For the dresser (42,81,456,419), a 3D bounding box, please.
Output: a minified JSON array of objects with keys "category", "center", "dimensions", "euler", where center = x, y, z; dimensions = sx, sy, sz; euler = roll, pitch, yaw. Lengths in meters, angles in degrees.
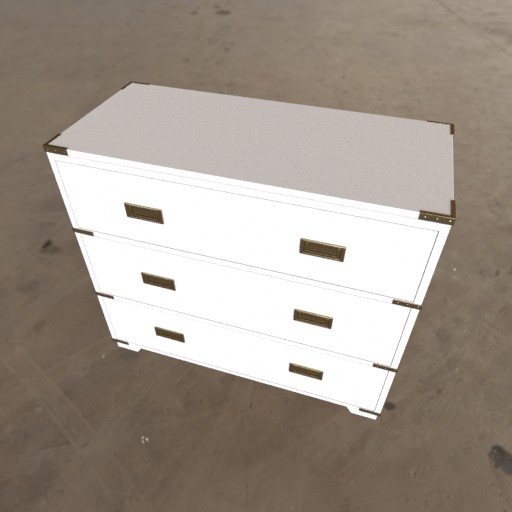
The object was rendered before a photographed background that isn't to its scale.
[{"category":"dresser","center":[0.000,0.000,1.499],"dimensions":[1.022,0.891,0.460],"euler":[12,44,13]}]
